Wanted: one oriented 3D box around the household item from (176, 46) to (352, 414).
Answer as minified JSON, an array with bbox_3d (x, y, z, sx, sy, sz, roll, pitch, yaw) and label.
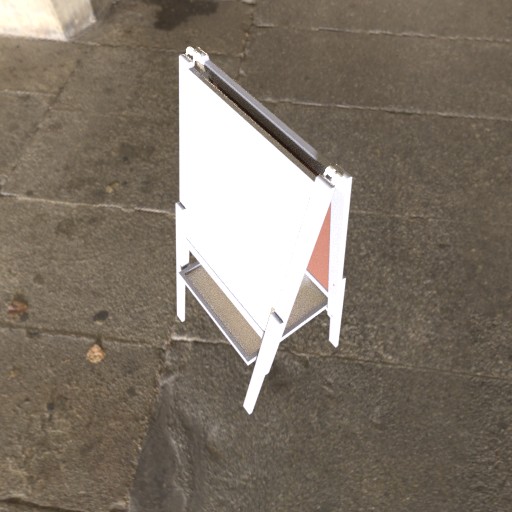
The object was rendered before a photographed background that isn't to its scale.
[{"bbox_3d":[0.000,0.000,1.427,0.469,1.172,0.531,-32,62,-19],"label":"household item"}]
